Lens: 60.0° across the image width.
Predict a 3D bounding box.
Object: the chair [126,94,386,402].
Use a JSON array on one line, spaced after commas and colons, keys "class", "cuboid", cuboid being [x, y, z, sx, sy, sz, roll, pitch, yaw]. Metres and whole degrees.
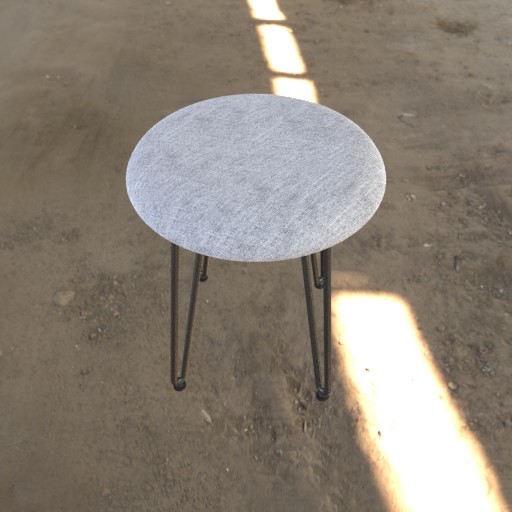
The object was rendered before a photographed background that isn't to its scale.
[{"class": "chair", "cuboid": [0.000, 0.000, 0.652, 0.350, 0.386, 0.350, -32, 54, -27]}]
